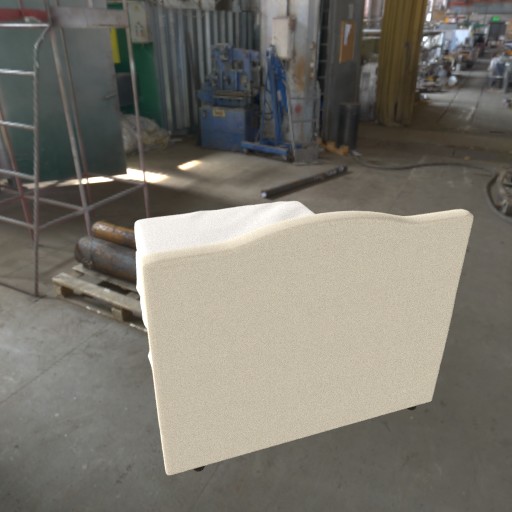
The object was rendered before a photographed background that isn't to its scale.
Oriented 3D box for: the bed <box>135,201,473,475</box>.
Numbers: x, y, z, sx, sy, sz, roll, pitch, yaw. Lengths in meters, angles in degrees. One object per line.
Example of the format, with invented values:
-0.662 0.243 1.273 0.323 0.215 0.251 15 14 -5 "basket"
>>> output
0.000 0.000 3.241 1.741 1.449 2.196 -9 28 -16 "bed"
